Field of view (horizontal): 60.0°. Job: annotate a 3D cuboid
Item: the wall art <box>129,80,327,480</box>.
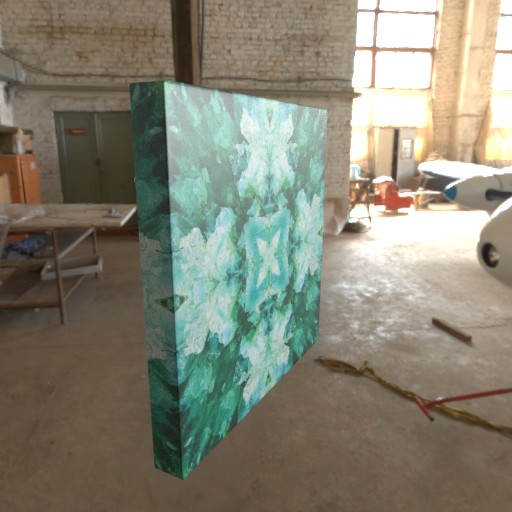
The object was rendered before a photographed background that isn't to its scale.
[{"bbox_3d":[0.000,0.000,0.470,0.033,0.313,0.313,8,16,28],"label":"wall art"}]
